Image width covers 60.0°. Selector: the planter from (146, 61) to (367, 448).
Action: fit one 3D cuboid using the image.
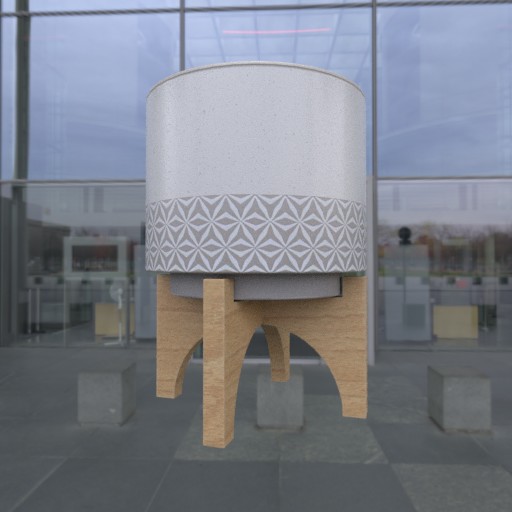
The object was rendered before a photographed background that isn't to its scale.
[{"bbox_3d":[0.000,0.000,0.514,0.249,0.343,0.249,0,-1,0],"label":"planter"}]
